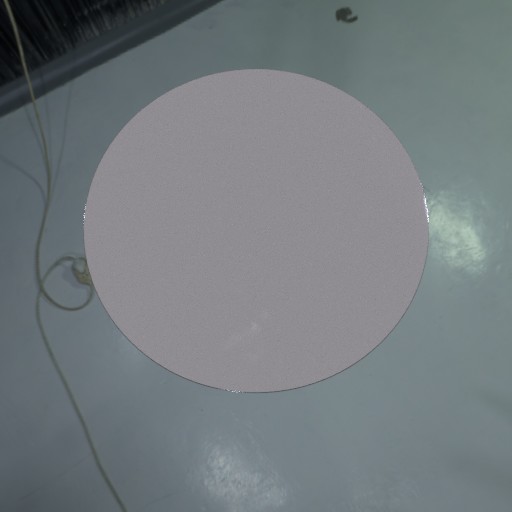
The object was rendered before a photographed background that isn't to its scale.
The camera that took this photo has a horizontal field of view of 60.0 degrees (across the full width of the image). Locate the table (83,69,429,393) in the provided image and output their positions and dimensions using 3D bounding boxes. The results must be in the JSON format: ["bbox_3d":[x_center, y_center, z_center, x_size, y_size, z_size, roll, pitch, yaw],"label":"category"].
[{"bbox_3d":[0.000,0.000,0.855,0.499,0.443,0.499,0,74,0],"label":"table"}]
